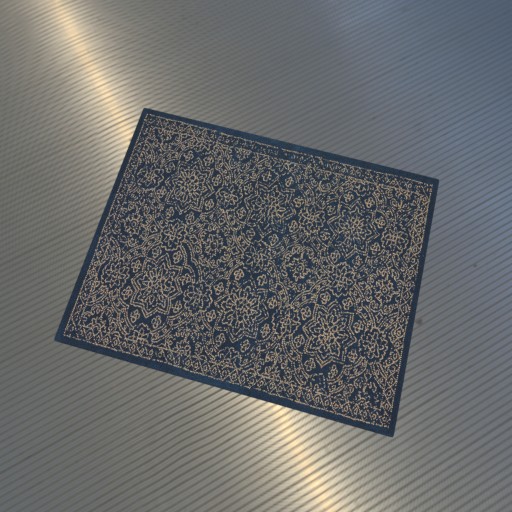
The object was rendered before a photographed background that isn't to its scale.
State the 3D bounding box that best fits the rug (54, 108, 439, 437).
[{"bbox_3d":[0.000,0.000,4.121,3.048,0.010,2.438,15,75,4],"label":"rug"}]
